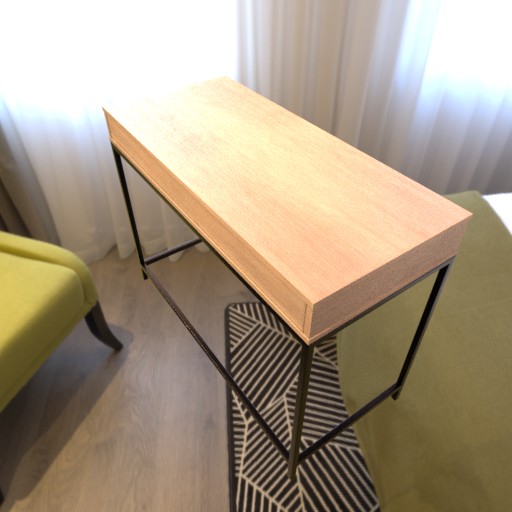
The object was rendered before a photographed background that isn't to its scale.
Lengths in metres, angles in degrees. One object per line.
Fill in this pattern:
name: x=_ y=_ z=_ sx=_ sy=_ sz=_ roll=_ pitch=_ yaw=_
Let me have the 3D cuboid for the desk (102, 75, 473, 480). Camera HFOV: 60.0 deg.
desk: x=0.000 y=0.000 z=1.435 sx=0.470 sy=0.762 sz=1.016 roll=-25 pitch=48 yaw=-25
